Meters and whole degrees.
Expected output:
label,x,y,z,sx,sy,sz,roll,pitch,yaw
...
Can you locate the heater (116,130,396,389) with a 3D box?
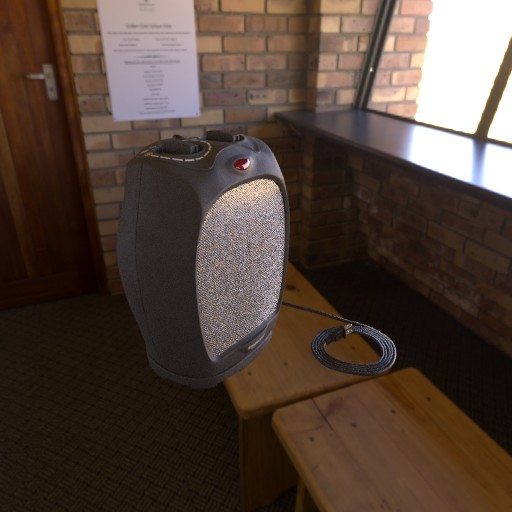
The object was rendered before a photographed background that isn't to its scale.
label,x,y,z,sx,sy,sz,roll,pitch,yaw
heater,0.000,0.000,0.484,0.291,0.255,0.239,18,32,32
